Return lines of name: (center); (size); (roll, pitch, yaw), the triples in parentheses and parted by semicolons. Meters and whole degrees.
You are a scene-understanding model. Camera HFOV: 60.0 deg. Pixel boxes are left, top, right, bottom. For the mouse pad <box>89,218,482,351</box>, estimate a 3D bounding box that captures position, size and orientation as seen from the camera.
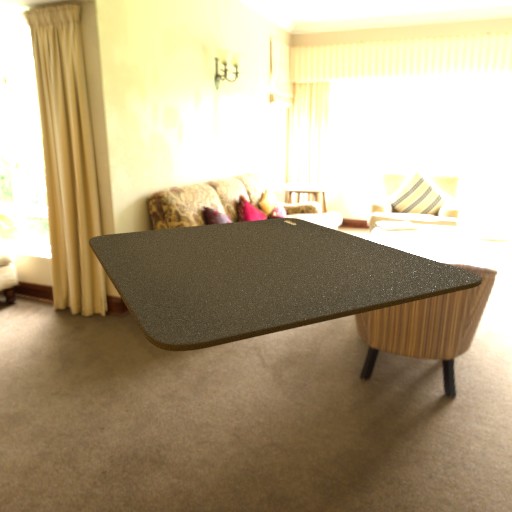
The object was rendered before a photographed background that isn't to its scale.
mouse pad: (0.000, 0.000, 0.317); (0.203, 0.003, 0.229); (-8, 17, -26)
